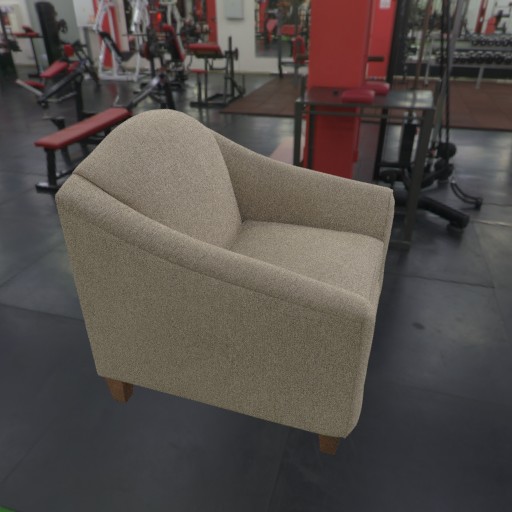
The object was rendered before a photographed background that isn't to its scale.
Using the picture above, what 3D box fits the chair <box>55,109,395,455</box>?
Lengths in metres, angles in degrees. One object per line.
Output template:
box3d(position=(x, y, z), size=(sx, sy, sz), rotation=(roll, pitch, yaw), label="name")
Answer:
box3d(position=(0.000, 0.000, 1.406), size=(0.787, 0.839, 0.763), rotation=(10, 31, 16), label="chair")
